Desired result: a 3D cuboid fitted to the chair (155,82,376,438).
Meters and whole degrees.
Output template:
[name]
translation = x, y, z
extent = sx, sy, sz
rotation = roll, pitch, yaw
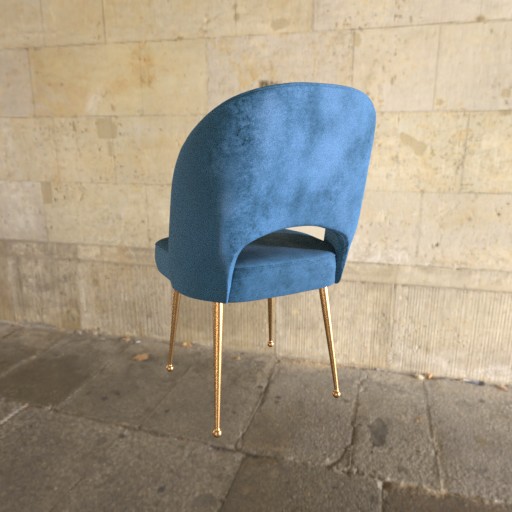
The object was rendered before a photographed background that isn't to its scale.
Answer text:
[chair]
translation = 0.000, 0.000, 1.260
extent = 0.527, 0.860, 0.577
rotation = -8, 16, -28
